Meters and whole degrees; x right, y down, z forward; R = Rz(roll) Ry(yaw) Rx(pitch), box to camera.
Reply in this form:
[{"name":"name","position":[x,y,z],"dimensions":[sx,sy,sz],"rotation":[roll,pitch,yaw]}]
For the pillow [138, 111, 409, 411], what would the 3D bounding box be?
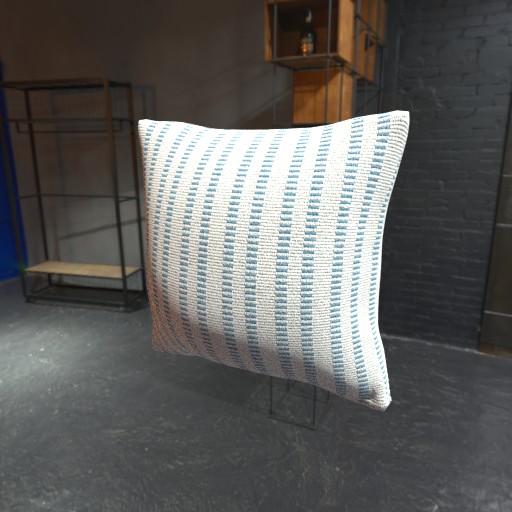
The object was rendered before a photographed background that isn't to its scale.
[{"name":"pillow","position":[0.000,0.000,0.692],"dimensions":[0.438,0.419,0.247],"rotation":[7,16,26]}]
